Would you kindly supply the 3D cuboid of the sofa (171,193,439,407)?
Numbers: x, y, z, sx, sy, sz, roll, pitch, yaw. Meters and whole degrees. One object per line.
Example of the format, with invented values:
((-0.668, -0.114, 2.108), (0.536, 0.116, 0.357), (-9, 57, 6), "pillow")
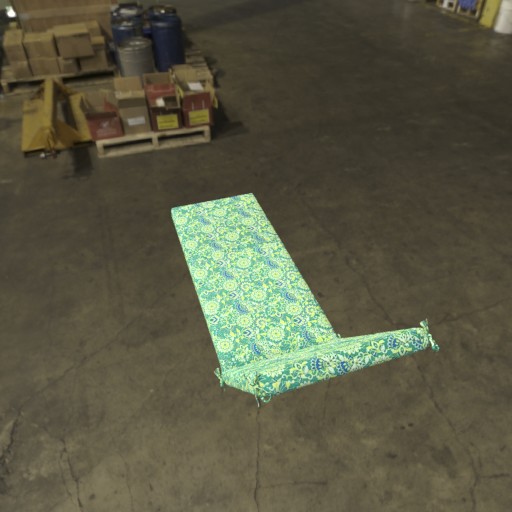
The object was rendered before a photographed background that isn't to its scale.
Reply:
((0.000, 0.000, 1.946), (0.582, 0.622, 1.663), (-13, 43, -14), "sofa")
